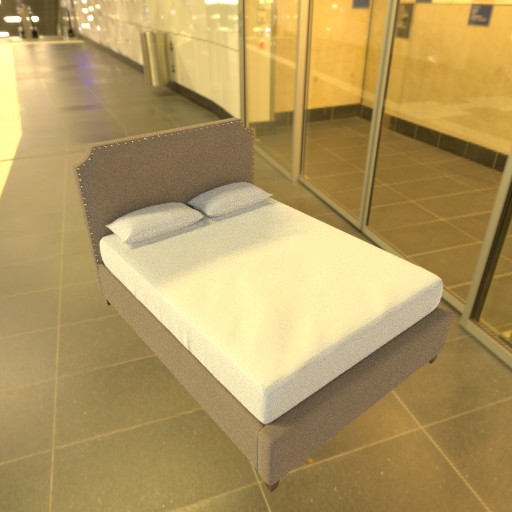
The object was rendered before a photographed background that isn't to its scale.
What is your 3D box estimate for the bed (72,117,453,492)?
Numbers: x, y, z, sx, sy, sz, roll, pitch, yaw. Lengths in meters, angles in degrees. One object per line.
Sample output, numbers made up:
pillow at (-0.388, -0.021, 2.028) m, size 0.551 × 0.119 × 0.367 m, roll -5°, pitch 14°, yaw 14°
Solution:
bed at (0.000, 0.000, 3.298) m, size 1.703 × 1.415 × 2.329 m, roll -22°, pitch 37°, yaw -33°
